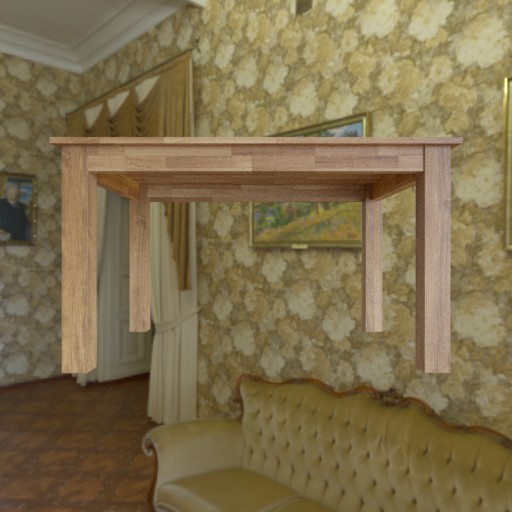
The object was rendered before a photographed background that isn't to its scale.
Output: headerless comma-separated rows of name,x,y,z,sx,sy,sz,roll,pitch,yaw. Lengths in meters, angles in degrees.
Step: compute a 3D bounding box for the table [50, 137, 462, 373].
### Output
table,0.000,0.000,1.846,1.300,0.750,0.900,0,0,0
